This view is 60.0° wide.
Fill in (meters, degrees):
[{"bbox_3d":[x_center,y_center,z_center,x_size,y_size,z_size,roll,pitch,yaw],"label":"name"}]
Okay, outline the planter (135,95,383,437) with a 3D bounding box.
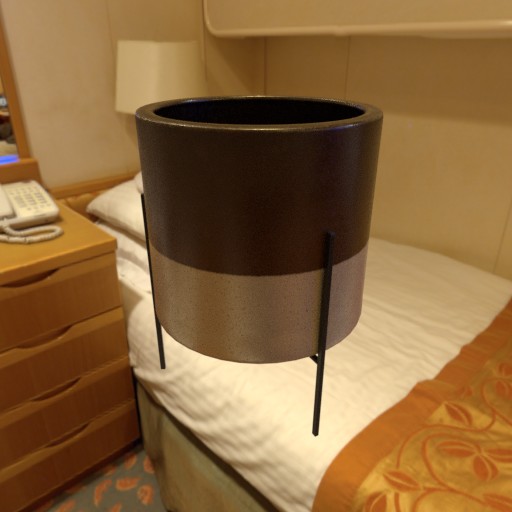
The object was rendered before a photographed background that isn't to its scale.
[{"bbox_3d":[0.000,0.000,0.725,0.354,0.465,0.345,0,26,0],"label":"planter"}]
